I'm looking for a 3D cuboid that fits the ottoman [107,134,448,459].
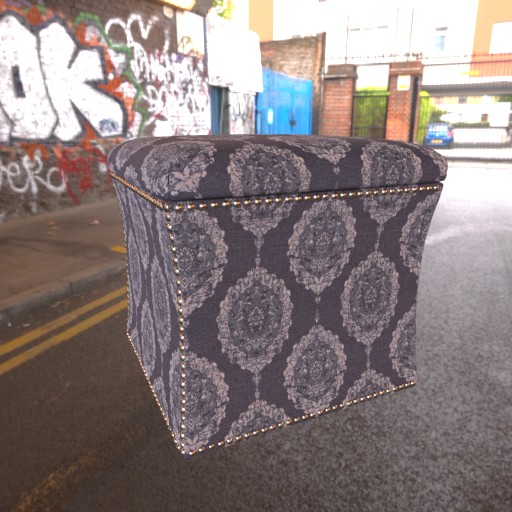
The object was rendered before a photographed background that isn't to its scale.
[{"bbox_3d":[0.000,0.000,0.895,0.497,0.475,0.507,-8,18,-24],"label":"ottoman"}]
